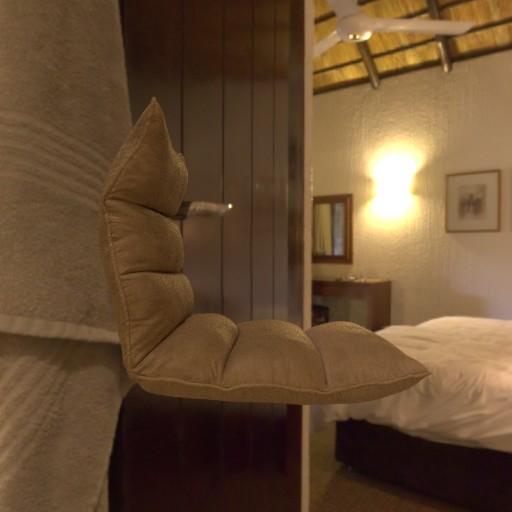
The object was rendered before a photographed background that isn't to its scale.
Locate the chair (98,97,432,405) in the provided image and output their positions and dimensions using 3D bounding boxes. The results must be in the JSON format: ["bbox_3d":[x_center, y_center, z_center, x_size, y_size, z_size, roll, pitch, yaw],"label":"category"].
[{"bbox_3d":[0.000,0.000,1.586,0.985,0.892,0.714,0,1,0],"label":"chair"}]
